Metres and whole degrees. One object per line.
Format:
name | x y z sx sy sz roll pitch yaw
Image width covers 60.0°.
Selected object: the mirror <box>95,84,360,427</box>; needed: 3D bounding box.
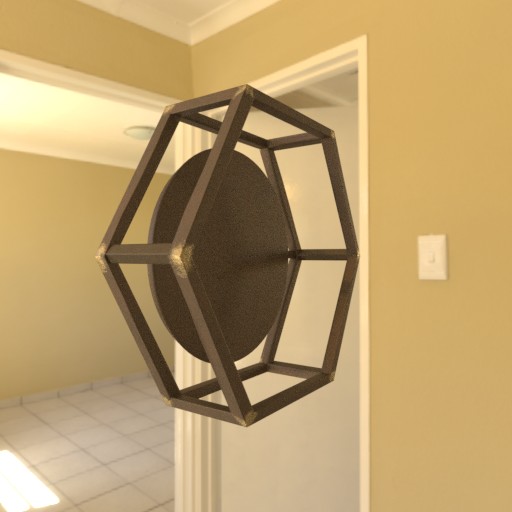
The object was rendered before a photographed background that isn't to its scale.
mirror | 0.000 0.000 0.545 0.119 0.334 0.380 0 0 35
